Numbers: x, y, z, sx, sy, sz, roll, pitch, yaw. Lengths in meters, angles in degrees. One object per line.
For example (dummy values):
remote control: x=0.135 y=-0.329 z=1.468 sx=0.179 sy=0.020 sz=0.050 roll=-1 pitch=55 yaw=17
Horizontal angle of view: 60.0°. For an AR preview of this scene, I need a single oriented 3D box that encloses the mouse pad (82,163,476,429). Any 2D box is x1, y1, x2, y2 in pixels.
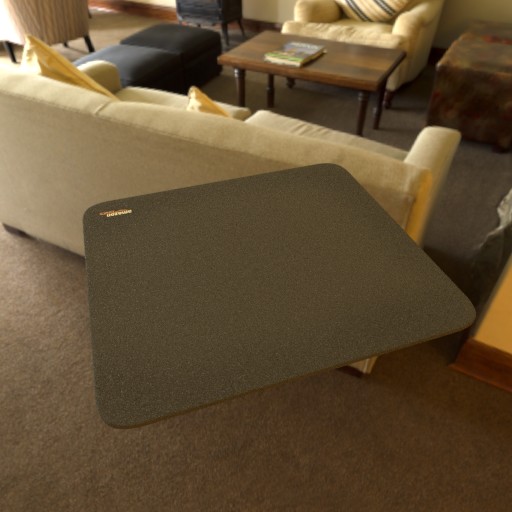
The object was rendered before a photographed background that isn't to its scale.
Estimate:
mouse pad: x=0.000 y=0.000 z=0.313 sx=0.229 sy=0.003 sz=0.203 roll=-13 pitch=43 yaw=-14
